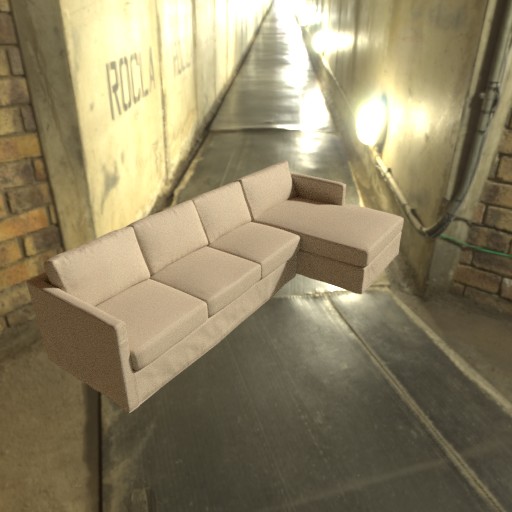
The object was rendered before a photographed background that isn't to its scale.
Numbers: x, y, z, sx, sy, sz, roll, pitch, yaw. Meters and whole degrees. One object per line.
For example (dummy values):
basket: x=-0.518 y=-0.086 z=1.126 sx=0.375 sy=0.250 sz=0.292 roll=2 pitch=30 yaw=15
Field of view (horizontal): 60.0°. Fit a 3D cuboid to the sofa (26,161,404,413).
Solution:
sofa: x=0.000 y=0.000 z=3.880 sx=1.622 sy=0.871 sz=3.206 roll=18 pitch=33 yaw=30
